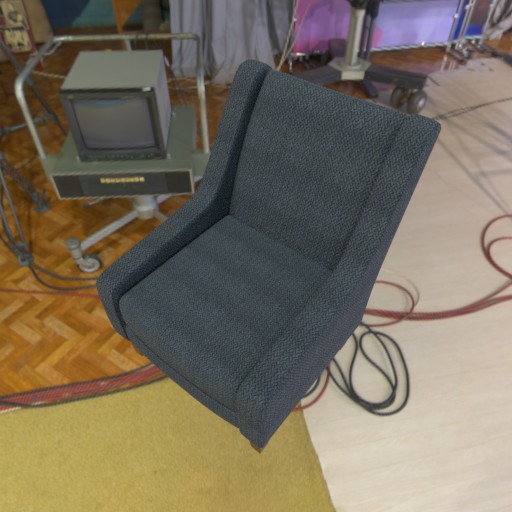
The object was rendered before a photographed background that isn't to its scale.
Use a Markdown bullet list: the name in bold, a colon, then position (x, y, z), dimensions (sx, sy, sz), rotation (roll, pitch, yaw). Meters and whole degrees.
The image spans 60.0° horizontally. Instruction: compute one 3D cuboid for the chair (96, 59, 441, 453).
- **chair**: position (0.000, 0.000, 1.674), dimensions (0.793, 1.012, 0.944), rotation (30, 53, 26)
